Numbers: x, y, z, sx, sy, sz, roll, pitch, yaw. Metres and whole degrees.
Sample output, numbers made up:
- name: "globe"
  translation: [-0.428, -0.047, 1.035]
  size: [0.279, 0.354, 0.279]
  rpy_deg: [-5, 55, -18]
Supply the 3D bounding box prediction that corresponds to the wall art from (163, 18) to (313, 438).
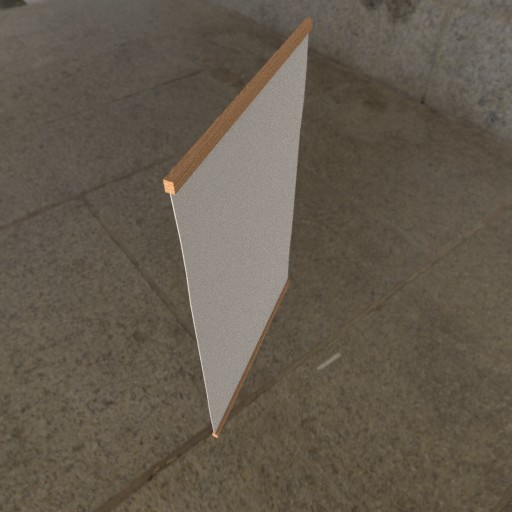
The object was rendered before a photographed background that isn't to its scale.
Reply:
- name: "wall art"
  translation: [0.000, 0.000, 1.850]
  size: [0.025, 1.521, 1.011]
  rpy_deg: [17, 50, 15]
